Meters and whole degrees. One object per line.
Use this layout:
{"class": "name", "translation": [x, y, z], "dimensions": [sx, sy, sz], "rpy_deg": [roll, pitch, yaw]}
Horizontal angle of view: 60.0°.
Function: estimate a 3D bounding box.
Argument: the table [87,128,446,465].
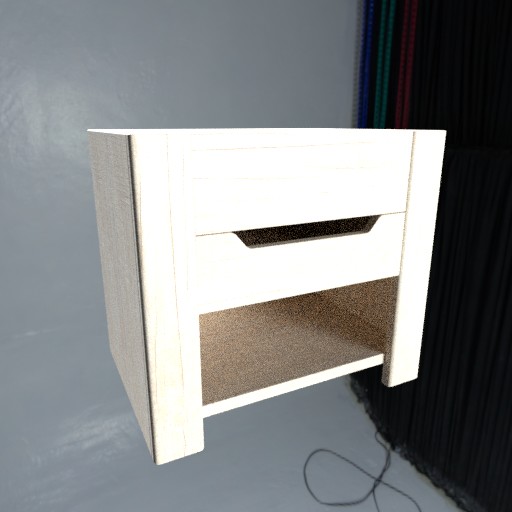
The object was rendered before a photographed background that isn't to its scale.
{"class": "table", "translation": [0.000, 0.000, 0.933], "dimensions": [0.570, 0.510, 0.420], "rpy_deg": [-8, 18, -26]}
